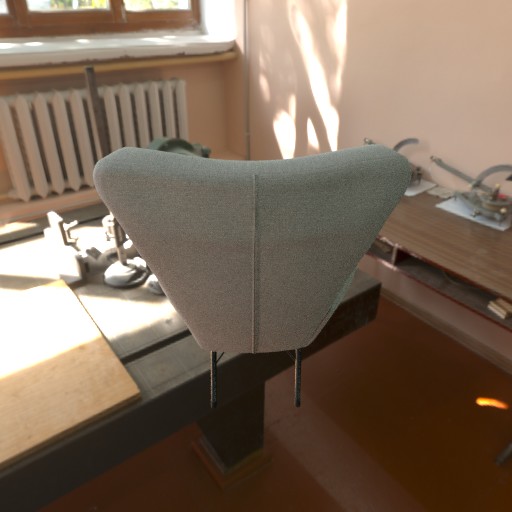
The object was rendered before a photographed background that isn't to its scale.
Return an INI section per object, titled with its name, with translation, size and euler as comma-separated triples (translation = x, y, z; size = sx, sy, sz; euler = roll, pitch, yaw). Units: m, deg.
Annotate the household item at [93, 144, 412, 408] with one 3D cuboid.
[household item]
translation = 0.000, 0.000, 1.792
size = 0.980, 1.050, 0.900
euler = -1, 30, -2
